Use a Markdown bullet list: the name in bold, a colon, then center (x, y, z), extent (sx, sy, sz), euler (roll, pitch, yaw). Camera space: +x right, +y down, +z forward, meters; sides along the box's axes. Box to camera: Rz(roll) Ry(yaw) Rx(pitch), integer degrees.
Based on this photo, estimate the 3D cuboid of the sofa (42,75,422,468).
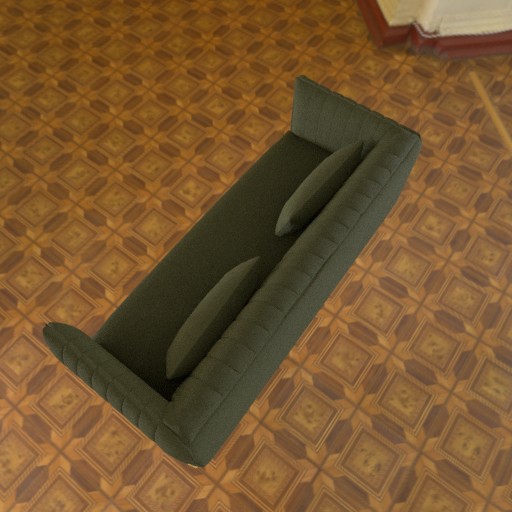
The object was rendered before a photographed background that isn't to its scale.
- **sofa**: center (0.000, 0.000, 2.532), extent (0.896, 0.793, 2.137), euler (33, 66, 17)
